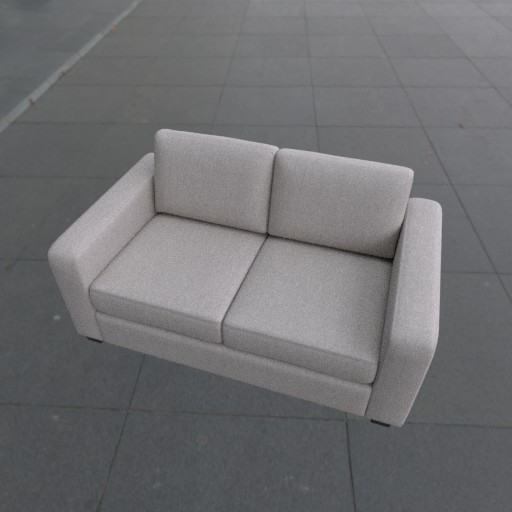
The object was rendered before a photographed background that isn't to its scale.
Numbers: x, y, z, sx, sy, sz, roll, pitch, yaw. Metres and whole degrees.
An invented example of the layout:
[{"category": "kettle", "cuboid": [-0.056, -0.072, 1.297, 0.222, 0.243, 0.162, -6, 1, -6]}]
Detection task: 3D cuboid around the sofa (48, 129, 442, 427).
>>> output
[{"category": "sofa", "cuboid": [0.000, 0.000, 2.035, 1.540, 0.800, 0.900, 12, 43, 14]}]
